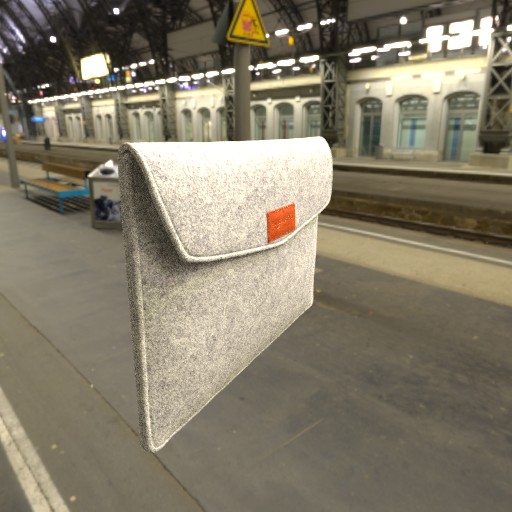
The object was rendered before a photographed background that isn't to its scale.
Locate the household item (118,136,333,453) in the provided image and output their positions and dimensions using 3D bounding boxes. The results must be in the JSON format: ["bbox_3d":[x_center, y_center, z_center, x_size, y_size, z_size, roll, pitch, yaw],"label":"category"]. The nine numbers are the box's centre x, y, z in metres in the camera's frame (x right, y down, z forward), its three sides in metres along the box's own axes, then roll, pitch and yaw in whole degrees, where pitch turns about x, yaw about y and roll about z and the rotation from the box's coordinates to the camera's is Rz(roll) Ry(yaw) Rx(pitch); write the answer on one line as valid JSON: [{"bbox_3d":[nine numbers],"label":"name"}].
[{"bbox_3d":[0.000,0.000,0.431,0.057,0.221,0.335,8,18,26],"label":"household item"}]
